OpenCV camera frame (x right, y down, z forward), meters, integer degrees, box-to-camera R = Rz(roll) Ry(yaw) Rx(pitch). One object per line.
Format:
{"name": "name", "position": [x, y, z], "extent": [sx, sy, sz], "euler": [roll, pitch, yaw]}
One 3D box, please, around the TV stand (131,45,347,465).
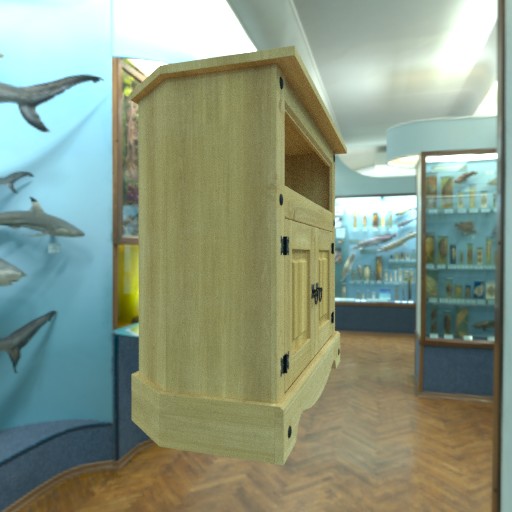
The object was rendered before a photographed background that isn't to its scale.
{"name": "TV stand", "position": [0.000, 0.000, 1.286], "extent": [0.425, 0.781, 0.851], "euler": [0, 1, 18]}
